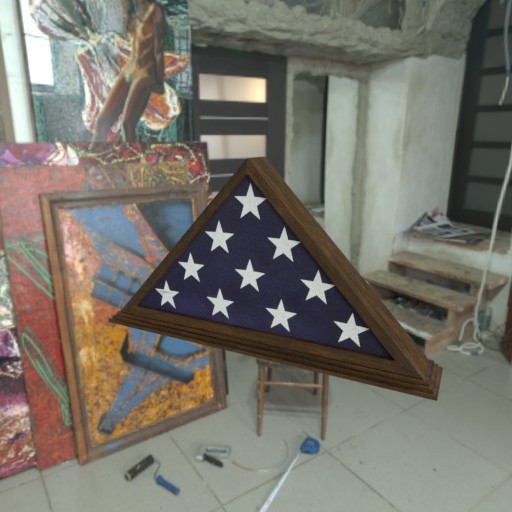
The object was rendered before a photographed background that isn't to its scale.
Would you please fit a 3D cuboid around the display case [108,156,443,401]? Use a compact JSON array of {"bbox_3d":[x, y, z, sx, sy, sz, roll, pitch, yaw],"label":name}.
[{"bbox_3d":[0.000,0.000,0.783,0.640,0.340,0.095,7,17,25],"label":"display case"}]
